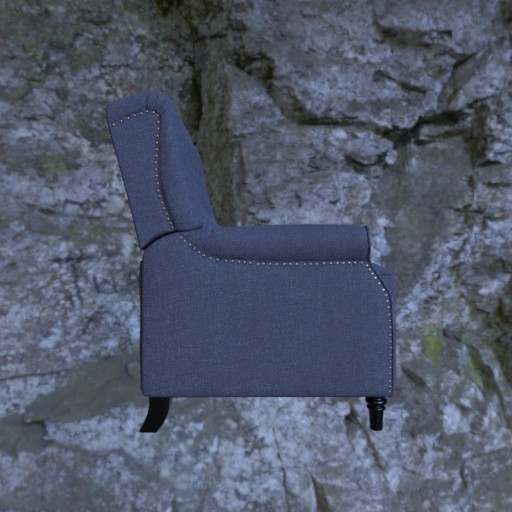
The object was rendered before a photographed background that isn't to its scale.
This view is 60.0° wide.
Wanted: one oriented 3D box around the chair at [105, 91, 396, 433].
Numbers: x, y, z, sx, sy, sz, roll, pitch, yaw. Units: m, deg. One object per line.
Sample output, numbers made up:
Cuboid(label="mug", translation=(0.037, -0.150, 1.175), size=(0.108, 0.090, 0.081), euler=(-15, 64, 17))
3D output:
Cuboid(label="chair", translation=(0.000, 0.000, 1.619), size=(0.898, 1.035, 0.742), euler=(0, 0, -1))
